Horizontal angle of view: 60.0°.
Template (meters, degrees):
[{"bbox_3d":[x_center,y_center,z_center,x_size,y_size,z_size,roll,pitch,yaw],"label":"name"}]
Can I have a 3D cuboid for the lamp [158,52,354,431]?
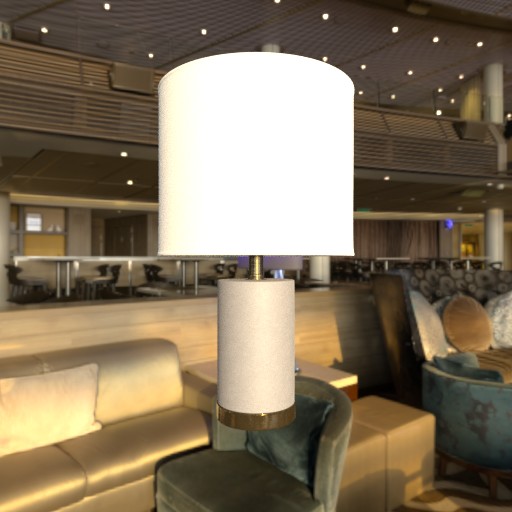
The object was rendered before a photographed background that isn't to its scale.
[{"bbox_3d":[0.000,0.000,0.528,0.229,0.380,0.229,0,0,0],"label":"lamp"}]
